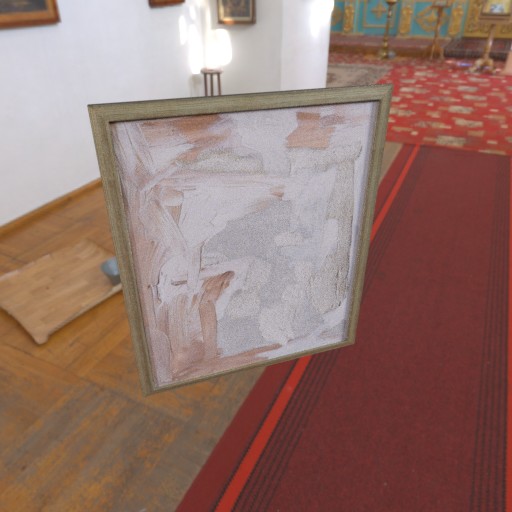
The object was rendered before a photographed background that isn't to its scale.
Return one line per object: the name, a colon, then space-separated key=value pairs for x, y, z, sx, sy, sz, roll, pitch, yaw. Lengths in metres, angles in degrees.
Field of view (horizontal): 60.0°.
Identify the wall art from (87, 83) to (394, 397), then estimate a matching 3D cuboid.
wall art: x=0.000 y=0.000 z=0.942 sx=0.559 sy=0.660 sz=0.018 roll=-10 pitch=33 yaw=-16
